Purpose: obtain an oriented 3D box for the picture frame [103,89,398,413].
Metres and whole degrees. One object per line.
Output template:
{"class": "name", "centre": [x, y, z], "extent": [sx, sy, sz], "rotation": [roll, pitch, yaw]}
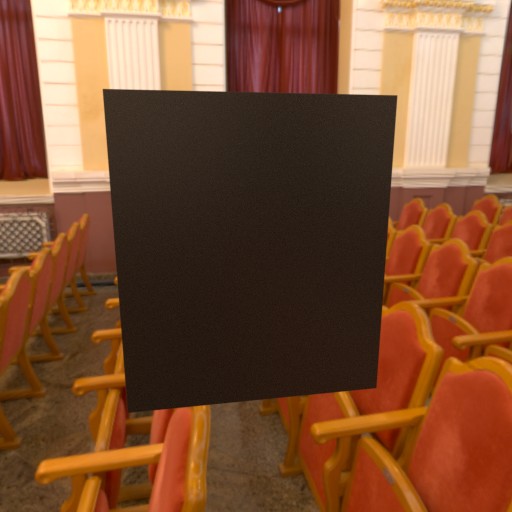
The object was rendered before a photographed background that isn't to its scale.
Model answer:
{"class": "picture frame", "centre": [0.000, 0.000, 0.547], "extent": [0.328, 0.378, 0.034], "rotation": [-2, 14, -10]}
